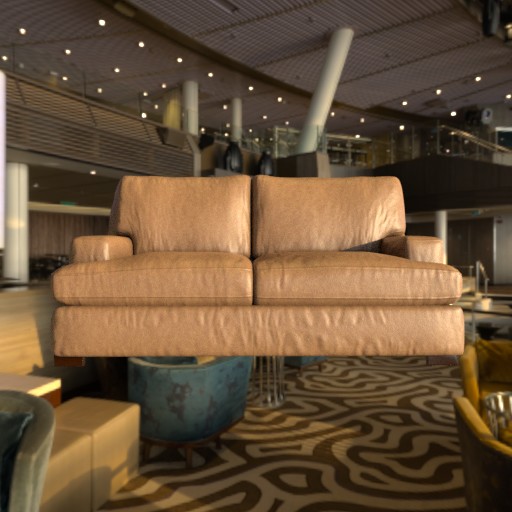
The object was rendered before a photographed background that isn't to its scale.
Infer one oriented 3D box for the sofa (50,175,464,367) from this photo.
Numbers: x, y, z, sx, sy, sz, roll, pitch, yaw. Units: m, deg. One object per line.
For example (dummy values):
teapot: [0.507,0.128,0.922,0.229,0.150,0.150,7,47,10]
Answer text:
sofa: [0.000,0.000,2.381,1.855,0.980,0.962,0,0,-1]
